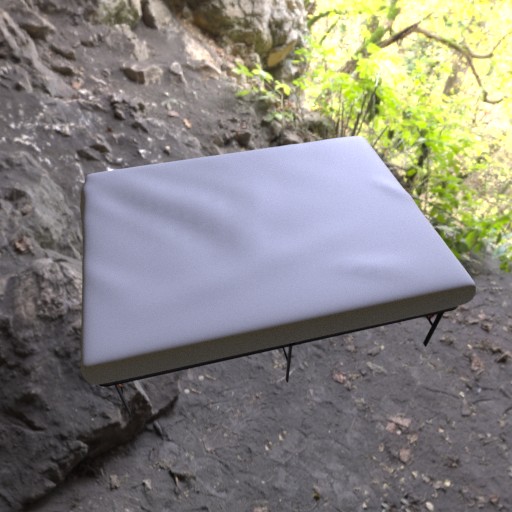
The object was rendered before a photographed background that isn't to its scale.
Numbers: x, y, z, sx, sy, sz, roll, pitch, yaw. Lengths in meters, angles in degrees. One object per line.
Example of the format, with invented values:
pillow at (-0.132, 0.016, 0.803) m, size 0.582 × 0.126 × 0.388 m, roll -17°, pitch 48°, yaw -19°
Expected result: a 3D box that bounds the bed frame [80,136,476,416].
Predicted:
bed frame at (0.000, 0.000, 2.936) m, size 2.151 × 0.667 × 1.584 m, roll -10°, pitch 48°, yaw -10°
